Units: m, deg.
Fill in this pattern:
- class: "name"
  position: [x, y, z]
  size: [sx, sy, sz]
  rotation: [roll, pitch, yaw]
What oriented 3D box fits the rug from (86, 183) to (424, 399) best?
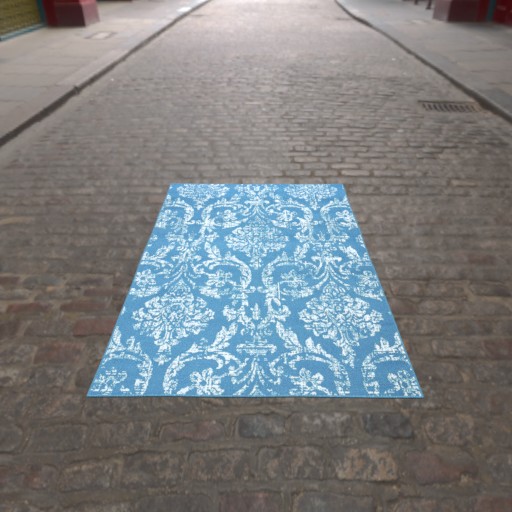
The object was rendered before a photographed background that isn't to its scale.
- class: "rug"
  position: [0.000, 0.000, 2.350]
  size: [1.211, 0.012, 1.833]
  rotation: [0, 34, 0]
